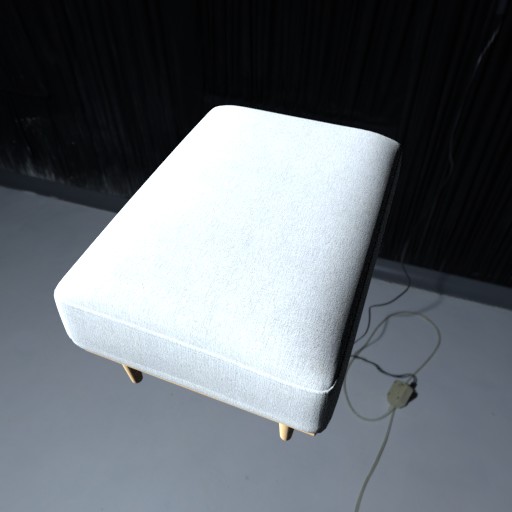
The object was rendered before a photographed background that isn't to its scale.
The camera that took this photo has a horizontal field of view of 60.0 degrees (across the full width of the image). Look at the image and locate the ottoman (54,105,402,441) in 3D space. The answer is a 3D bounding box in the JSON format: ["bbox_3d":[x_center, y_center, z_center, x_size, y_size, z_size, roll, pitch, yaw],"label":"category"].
[{"bbox_3d":[0.000,0.000,1.077,0.549,0.428,0.749,16,49,14],"label":"ottoman"}]
